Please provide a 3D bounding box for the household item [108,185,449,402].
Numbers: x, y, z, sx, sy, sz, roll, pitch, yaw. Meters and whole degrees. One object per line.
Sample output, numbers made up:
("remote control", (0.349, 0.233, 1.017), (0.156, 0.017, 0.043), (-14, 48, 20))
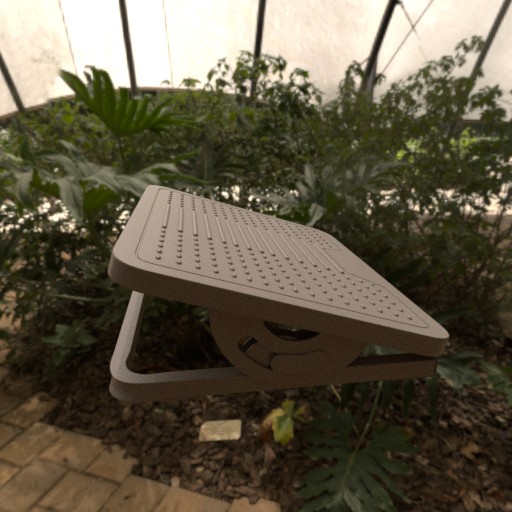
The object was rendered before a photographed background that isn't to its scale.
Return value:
("household item", (0.000, 0.000, 0.533), (0.301, 0.126, 0.390), (-3, 18, -8))
